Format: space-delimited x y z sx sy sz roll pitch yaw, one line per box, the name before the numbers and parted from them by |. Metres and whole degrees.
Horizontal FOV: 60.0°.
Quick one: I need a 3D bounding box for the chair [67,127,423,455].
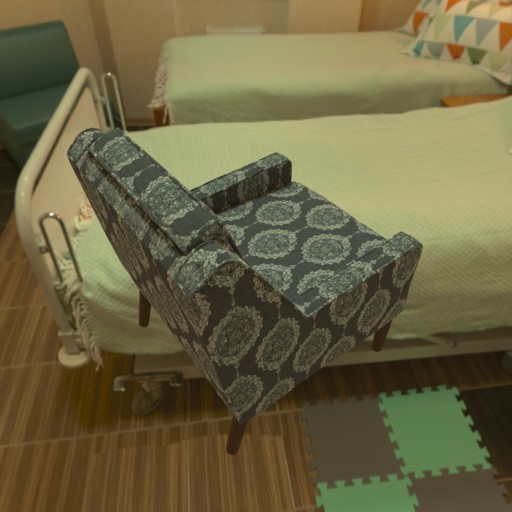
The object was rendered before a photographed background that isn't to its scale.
chair | 0.000 0.000 1.323 0.743 0.792 0.663 -26 48 -26
